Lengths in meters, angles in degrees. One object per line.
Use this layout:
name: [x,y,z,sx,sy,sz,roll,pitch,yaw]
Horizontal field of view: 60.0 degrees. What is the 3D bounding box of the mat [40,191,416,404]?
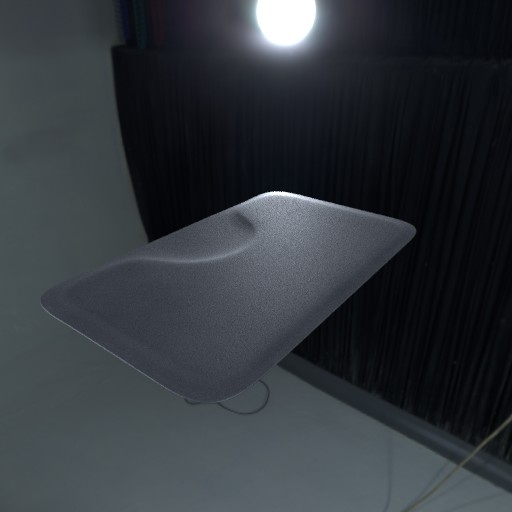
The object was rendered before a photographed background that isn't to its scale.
mat: [0.000,0.000,1.878,0.918,0.013,1.524,19,33,33]
